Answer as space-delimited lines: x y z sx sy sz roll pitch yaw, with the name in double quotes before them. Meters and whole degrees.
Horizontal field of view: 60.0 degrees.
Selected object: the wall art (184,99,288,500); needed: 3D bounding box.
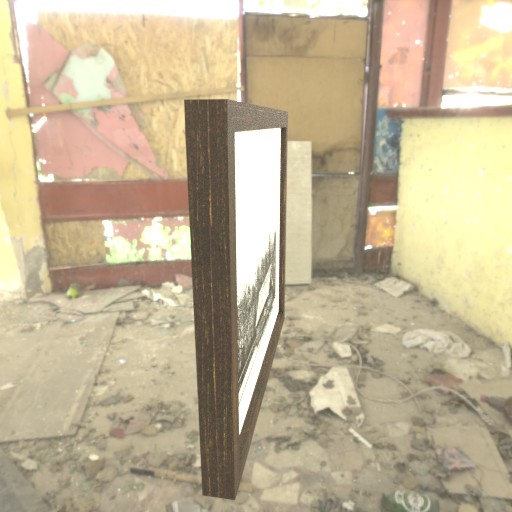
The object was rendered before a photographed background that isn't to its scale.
"wall art" 0.000 0.000 0.521 0.031 0.330 0.381 3 17 10
